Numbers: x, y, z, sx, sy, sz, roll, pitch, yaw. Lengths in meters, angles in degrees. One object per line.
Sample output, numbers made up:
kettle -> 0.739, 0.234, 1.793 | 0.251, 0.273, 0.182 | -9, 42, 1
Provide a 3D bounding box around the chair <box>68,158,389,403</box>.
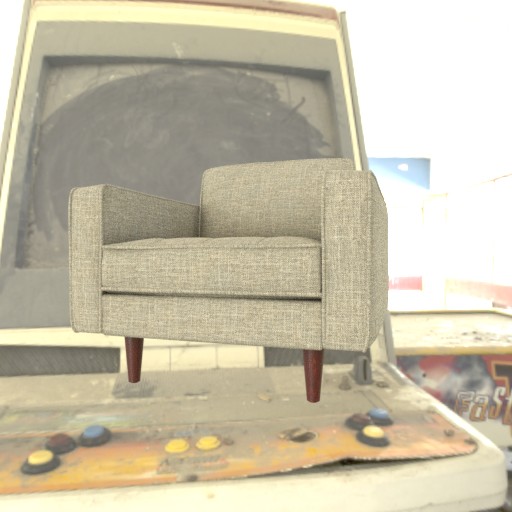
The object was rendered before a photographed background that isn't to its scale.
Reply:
chair -> 0.000, 0.000, 1.579 | 0.889, 0.765, 0.914 | 0, 0, 19
